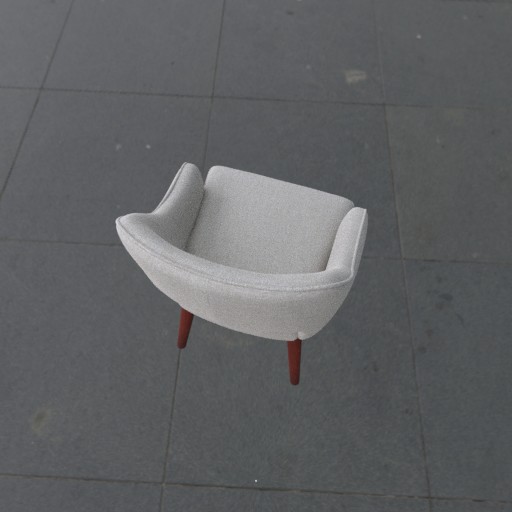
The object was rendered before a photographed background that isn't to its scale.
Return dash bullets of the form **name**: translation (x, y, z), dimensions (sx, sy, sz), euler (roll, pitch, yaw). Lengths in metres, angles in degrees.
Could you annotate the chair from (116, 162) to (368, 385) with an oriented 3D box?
- **chair**: translation (0.000, 0.000, 1.268), dimensions (0.560, 0.840, 0.580), euler (16, 64, 8)
